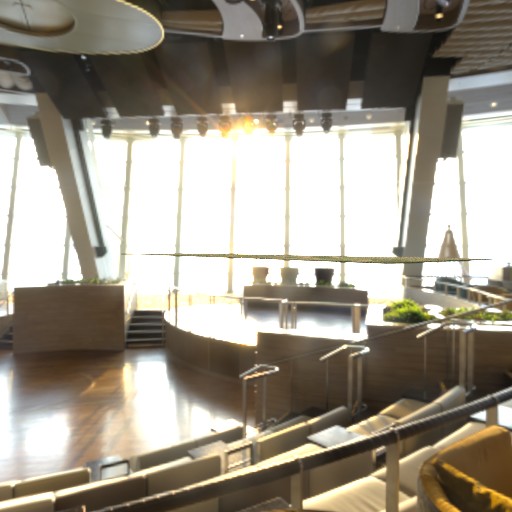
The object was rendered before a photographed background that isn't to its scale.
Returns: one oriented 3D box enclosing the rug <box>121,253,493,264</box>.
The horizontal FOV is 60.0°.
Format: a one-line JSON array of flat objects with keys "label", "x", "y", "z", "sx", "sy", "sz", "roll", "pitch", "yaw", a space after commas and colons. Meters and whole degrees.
[{"label": "rug", "x": 0.000, "y": 0.000, "z": 2.680, "sx": 0.761, "sy": 0.006, "sz": 2.438, "roll": -1, "pitch": 1, "yaw": -37}]
